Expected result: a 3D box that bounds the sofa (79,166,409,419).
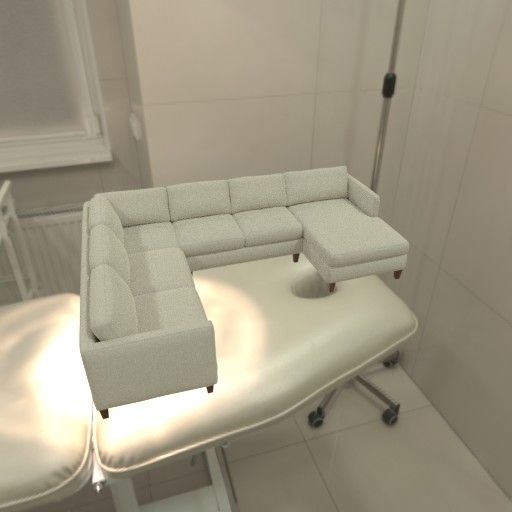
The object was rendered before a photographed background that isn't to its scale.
[{"bbox_3d":[0.000,0.000,4.442,3.238,0.853,2.551,-9,32,-15],"label":"sofa"}]
